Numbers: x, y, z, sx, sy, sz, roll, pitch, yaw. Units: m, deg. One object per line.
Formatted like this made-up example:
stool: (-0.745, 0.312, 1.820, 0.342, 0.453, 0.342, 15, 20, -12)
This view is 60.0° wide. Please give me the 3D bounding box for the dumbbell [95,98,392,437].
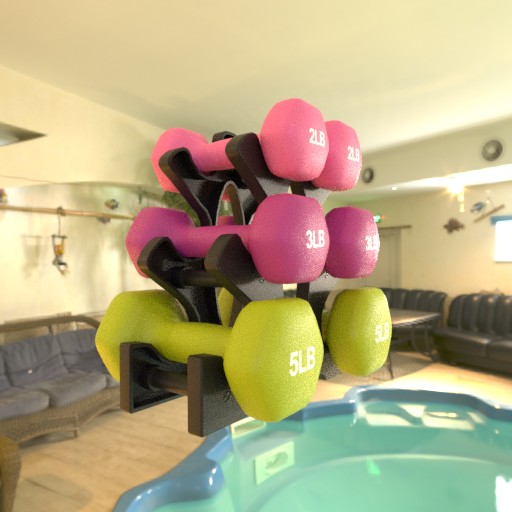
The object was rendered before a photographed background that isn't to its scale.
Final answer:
dumbbell: (0.000, 0.000, 0.446, 0.203, 0.261, 0.257, 0, 0, 37)
